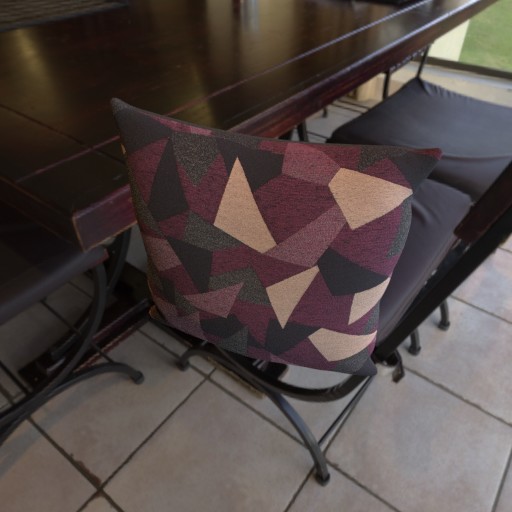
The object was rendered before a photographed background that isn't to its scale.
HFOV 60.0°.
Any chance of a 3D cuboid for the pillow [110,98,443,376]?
[{"bbox_3d":[0.000,0.000,0.776,0.503,0.496,0.208,12,42,14],"label":"pillow"}]
